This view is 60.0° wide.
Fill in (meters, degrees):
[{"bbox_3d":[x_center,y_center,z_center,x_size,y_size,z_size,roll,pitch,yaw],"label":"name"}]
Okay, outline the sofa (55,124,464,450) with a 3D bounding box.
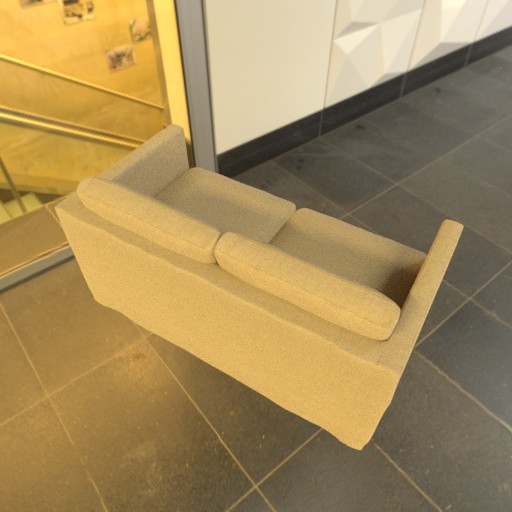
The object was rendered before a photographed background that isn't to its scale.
[{"bbox_3d":[0.000,0.000,2.312,1.766,0.828,0.956,24,51,21],"label":"sofa"}]
